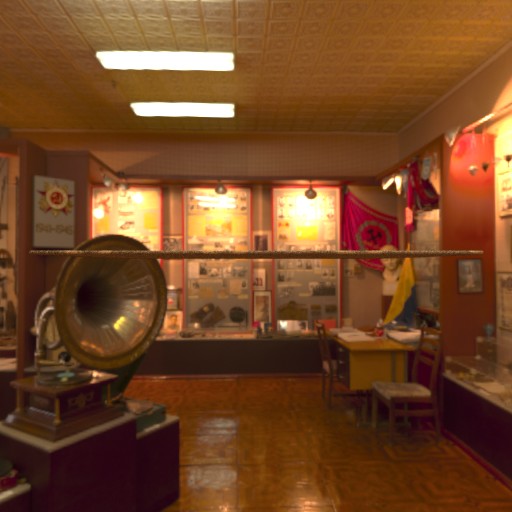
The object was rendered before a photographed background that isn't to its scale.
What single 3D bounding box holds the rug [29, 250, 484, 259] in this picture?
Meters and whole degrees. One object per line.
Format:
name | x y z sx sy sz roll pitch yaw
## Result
rug | 0.000 0.000 4.090 3.000 0.026 2.399 0 -1 -1
